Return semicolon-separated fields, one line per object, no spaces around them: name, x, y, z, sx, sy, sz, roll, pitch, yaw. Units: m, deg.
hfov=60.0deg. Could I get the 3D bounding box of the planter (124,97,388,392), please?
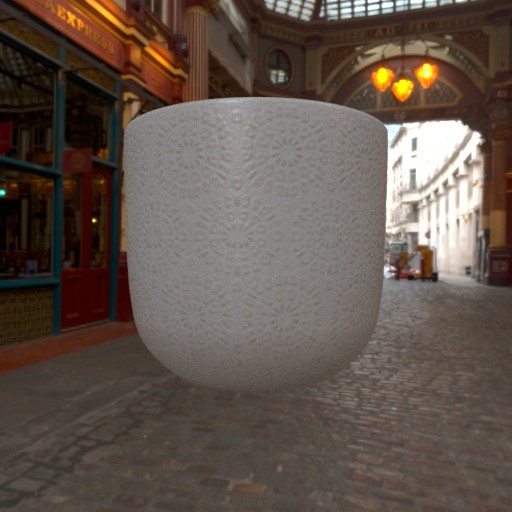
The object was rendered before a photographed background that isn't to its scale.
planter;0.000;0.000;0.365;0.208;0.190;0.208;0;1;0
